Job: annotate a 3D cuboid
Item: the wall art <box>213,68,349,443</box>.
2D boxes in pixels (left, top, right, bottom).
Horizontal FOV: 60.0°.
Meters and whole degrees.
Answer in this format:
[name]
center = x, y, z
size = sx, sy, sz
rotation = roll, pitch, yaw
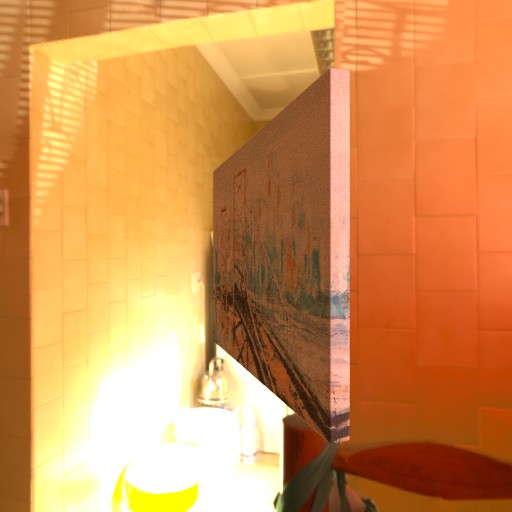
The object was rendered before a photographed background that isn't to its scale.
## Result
[wall art]
center = 0.000, 0.000, 1.157
size = 0.038, 0.609, 0.913
rotation = 0, 0, -17
